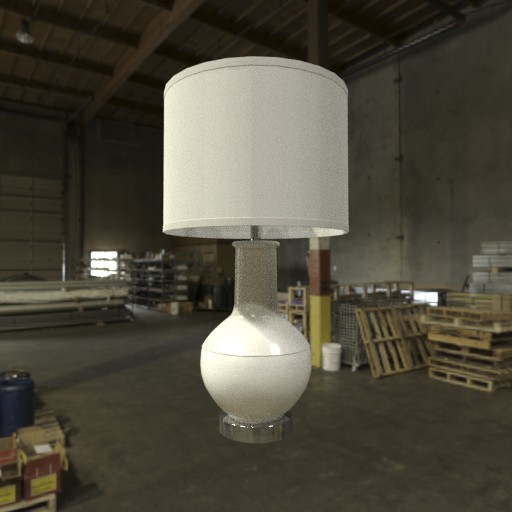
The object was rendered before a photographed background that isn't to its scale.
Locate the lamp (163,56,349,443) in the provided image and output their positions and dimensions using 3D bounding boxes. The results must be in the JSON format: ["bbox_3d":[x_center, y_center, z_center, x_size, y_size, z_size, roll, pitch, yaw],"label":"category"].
[{"bbox_3d":[0.000,0.000,0.869,0.357,0.673,0.357,1,-1,-36],"label":"lamp"}]
